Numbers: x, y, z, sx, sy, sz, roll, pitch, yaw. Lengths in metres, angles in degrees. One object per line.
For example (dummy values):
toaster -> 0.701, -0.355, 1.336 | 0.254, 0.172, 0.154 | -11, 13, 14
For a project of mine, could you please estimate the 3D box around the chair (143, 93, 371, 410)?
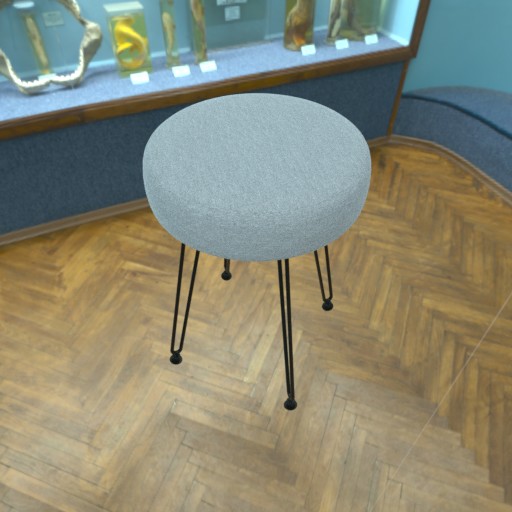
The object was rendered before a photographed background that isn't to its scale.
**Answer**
chair -> 0.000, 0.000, 0.726 | 0.350, 0.440, 0.350 | -17, 48, -16
